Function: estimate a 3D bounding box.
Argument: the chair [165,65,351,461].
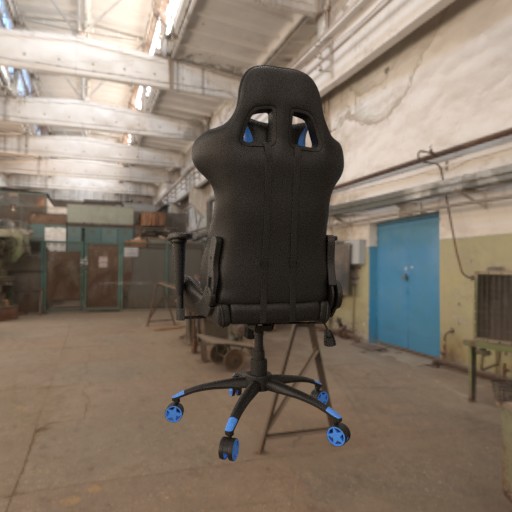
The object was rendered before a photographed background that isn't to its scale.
[{"bbox_3d":[0.000,0.000,1.759,0.695,1.282,0.730,0,-1,-18],"label":"chair"}]
